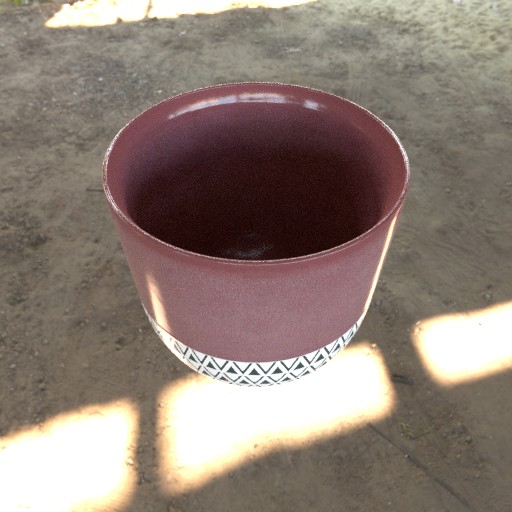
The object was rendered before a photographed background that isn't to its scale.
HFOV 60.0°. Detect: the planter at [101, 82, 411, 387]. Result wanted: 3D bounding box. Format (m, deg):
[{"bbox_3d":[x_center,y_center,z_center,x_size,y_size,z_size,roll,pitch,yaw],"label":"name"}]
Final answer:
[{"bbox_3d":[0.000,0.000,0.489,0.266,0.270,0.266,0,47,0],"label":"planter"}]
